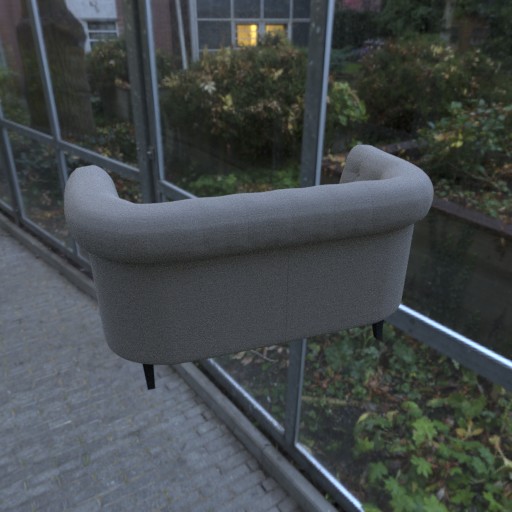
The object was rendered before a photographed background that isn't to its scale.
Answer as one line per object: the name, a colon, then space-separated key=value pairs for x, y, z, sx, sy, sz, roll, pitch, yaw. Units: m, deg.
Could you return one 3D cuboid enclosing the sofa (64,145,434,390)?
sofa: x=0.000 y=0.000 z=2.052 sx=1.558 sy=0.827 sz=0.835 roll=-8 pitch=27 yaw=-16
